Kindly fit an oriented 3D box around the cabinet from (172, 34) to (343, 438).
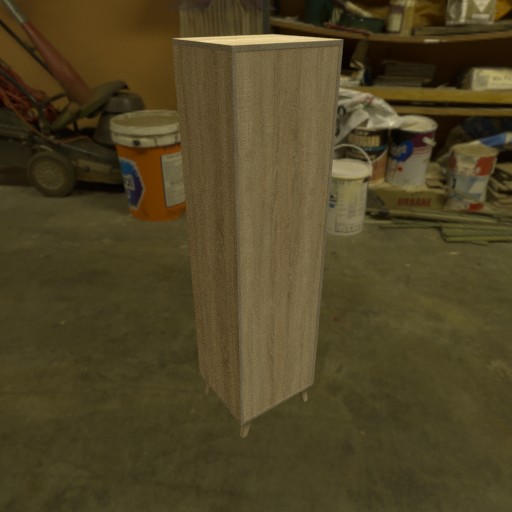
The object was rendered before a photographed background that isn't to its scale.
[{"bbox_3d":[0.000,0.000,2.226,0.510,1.960,0.450,-19,35,-30],"label":"cabinet"}]
